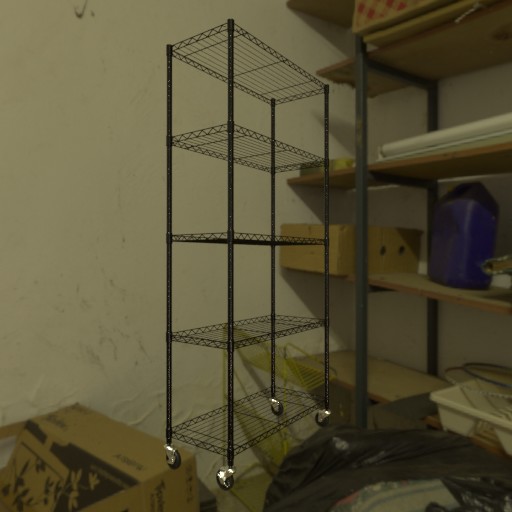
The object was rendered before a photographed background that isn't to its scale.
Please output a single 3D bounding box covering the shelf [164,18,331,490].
[{"bbox_3d":[0.000,0.000,1.928,0.356,1.645,0.762,0,0,36],"label":"shelf"}]
